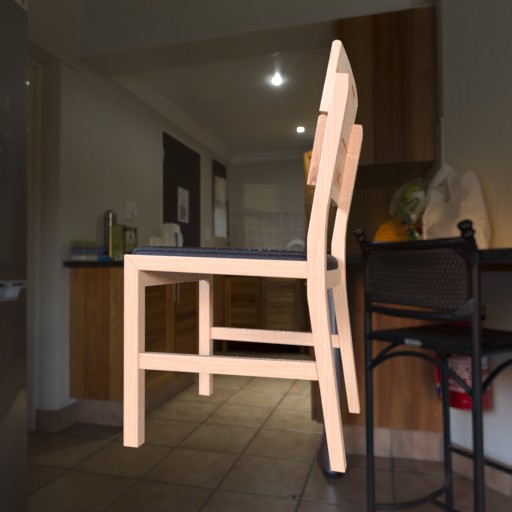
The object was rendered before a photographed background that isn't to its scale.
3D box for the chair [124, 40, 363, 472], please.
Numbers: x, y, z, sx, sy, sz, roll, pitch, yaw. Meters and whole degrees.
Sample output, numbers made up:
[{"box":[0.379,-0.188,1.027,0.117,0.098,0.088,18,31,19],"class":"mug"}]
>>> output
[{"box":[0.000,0.000,1.253,0.560,0.950,0.475,0,-1,18],"class":"chair"}]
